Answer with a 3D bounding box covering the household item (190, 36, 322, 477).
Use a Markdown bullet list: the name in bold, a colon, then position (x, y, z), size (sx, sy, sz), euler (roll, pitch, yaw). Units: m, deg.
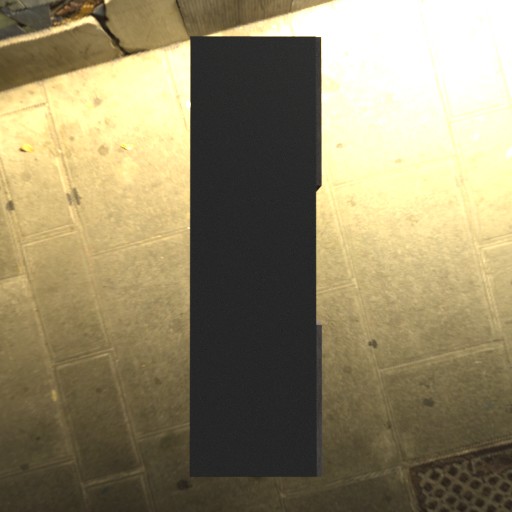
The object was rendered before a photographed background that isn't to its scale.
- **household item**: position (0.000, 0.000, 1.562), size (0.420, 0.310, 1.400), euler (0, 90, 0)
